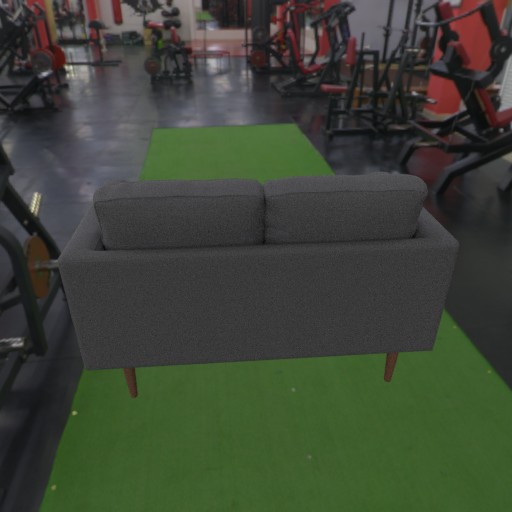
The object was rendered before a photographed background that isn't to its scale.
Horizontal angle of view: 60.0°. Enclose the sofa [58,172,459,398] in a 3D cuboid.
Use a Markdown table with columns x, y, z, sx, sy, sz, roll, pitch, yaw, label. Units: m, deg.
| x | y | z | sx | sy | sz | roll | pitch | yaw | label |
| --- | --- | --- | --- | --- | --- | --- | --- | --- | --- |
| 0.000 | 0.000 | 2.000 | 1.430 | 0.908 | 0.796 | -2 | 30 | -4 | sofa |
